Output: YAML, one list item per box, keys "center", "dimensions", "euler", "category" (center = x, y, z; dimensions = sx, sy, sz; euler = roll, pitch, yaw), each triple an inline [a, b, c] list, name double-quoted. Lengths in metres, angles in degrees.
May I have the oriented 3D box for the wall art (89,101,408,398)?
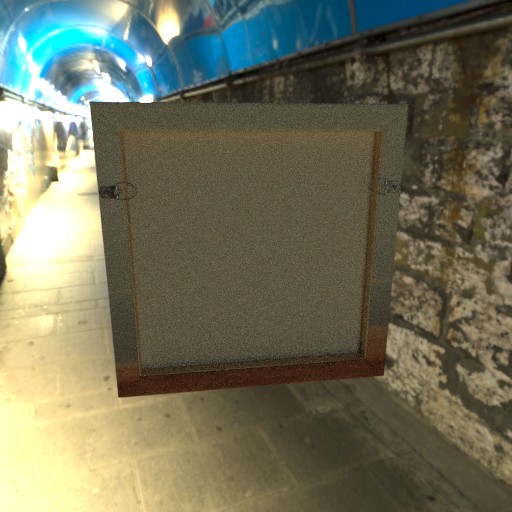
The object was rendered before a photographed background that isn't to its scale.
- center: [0.000, 0.000, 0.926]
  dimensions: [0.605, 0.605, 0.034]
  euler: [-2, 16, -8]
  category: "wall art"
